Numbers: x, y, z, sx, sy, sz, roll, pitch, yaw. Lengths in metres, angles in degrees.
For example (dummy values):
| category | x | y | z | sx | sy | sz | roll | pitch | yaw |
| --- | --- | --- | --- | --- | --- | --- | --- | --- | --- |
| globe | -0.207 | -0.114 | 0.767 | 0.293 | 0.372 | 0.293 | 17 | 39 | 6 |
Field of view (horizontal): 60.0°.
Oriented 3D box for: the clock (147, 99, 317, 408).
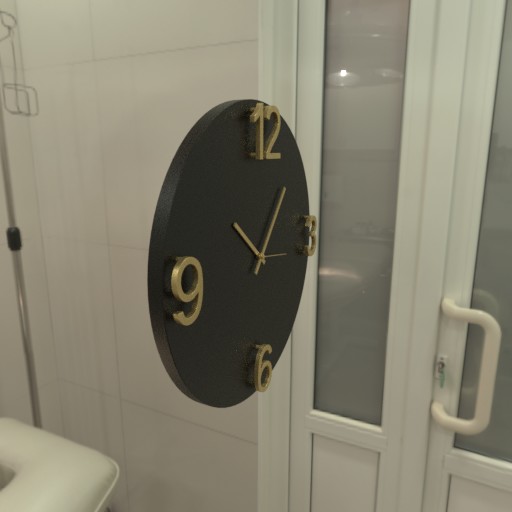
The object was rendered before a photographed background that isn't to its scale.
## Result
| category | x | y | z | sx | sy | sz | roll | pitch | yaw |
| --- | --- | --- | --- | --- | --- | --- | --- | --- | --- |
| clock | 0.000 | 0.000 | 0.679 | 0.038 | 0.454 | 0.454 | 7 | 15 | 26 |
